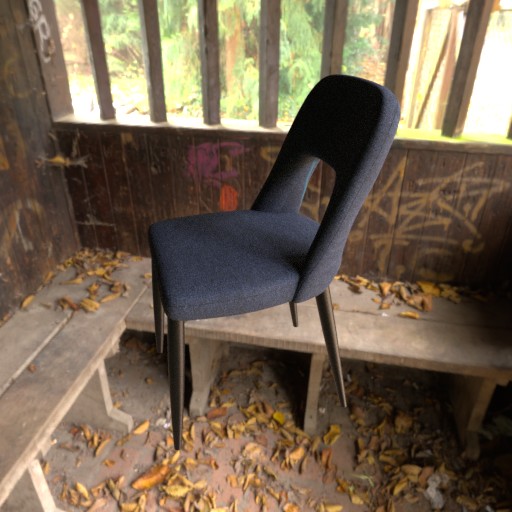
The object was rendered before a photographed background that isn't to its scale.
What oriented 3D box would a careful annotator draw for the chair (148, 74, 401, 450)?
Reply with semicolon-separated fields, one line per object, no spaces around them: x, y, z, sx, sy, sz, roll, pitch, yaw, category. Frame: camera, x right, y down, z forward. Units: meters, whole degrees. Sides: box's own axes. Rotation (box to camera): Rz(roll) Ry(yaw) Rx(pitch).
0.000;0.000;1.268;0.612;0.931;0.470;-9;31;-15;chair
